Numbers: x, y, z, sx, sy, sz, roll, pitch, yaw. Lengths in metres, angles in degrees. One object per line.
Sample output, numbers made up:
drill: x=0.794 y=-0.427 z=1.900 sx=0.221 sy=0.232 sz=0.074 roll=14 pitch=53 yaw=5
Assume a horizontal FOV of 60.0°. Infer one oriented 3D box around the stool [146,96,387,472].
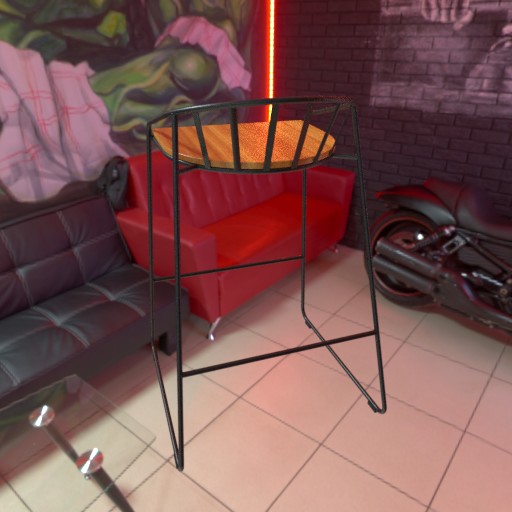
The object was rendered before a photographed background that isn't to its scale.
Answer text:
stool: x=0.000 y=0.000 z=1.127 sx=0.546 sy=0.812 sz=0.521 roll=-9 pitch=27 yaw=-17
